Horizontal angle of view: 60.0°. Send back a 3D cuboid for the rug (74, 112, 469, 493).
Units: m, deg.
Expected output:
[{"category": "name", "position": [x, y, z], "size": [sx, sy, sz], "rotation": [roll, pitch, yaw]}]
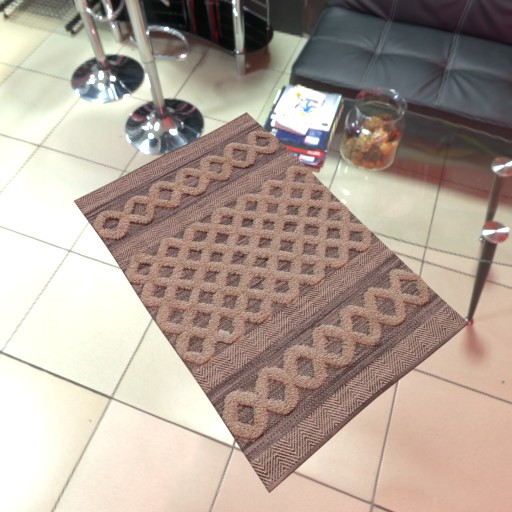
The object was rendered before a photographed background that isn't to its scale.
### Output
[{"category": "rug", "position": [0.000, 0.000, 2.319], "size": [1.222, 0.030, 1.823], "rotation": [-33, 65, -18]}]
